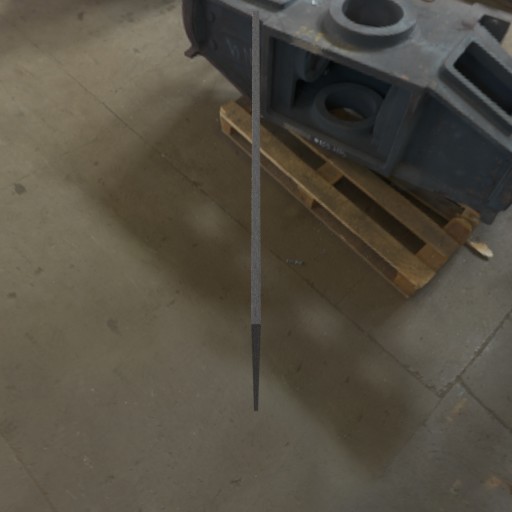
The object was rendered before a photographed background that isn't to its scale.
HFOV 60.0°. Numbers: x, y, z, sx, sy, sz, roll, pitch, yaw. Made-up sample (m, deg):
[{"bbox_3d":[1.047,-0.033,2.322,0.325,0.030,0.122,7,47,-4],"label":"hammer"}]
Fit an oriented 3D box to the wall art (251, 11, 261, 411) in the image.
[{"bbox_3d":[0.000,0.000,1.425,0.016,1.116,0.810,0,64,0],"label":"wall art"}]
